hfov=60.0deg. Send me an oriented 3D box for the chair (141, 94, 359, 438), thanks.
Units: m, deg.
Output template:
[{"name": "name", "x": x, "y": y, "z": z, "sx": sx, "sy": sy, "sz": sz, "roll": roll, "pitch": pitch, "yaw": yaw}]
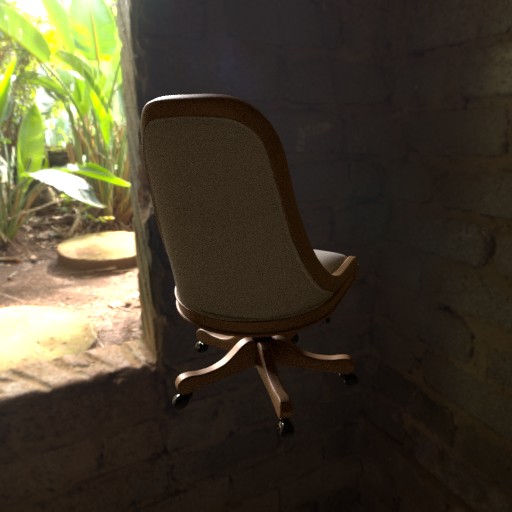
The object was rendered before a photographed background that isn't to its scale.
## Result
[{"name": "chair", "x": 0.000, "y": 0.000, "z": 1.547, "sx": 0.702, "sy": 1.009, "sz": 0.811, "roll": 8, "pitch": 17, "yaw": 25}]
